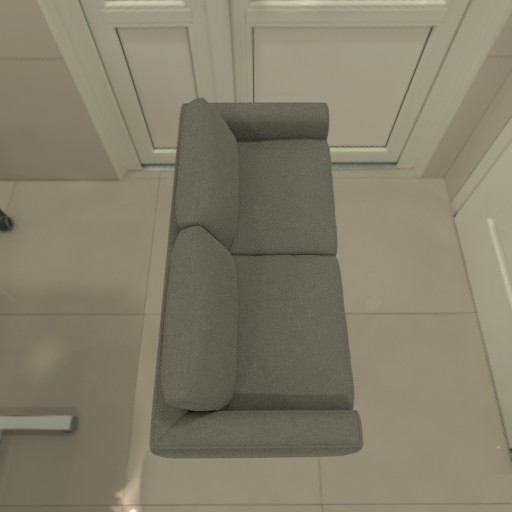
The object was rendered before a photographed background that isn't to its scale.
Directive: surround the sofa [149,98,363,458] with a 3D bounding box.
[{"bbox_3d":[0.000,0.000,2.746,1.070,0.801,2.262,0,64,0],"label":"sofa"}]
